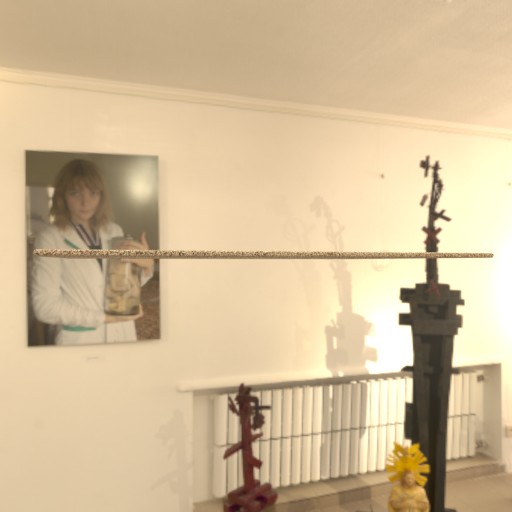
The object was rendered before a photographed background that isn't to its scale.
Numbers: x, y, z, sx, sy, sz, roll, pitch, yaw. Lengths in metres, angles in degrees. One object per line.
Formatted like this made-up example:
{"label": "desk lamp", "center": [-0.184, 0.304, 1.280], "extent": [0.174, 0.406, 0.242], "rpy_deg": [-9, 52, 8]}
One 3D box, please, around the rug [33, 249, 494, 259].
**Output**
{"label": "rug", "center": [0.000, 0.000, 2.924], "extent": [2.438, 0.030, 1.524], "rpy_deg": [0, -1, -18]}
